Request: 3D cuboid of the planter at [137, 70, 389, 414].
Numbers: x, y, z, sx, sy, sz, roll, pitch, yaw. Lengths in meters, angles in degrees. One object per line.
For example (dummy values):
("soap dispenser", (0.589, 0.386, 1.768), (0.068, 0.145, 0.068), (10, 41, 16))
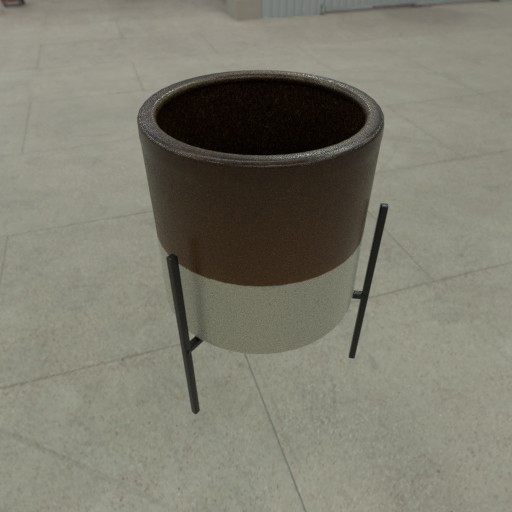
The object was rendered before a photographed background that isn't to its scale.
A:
("planter", (0.000, 0.000, 0.558), (0.255, 0.375, 0.269), (25, 46, 27))
